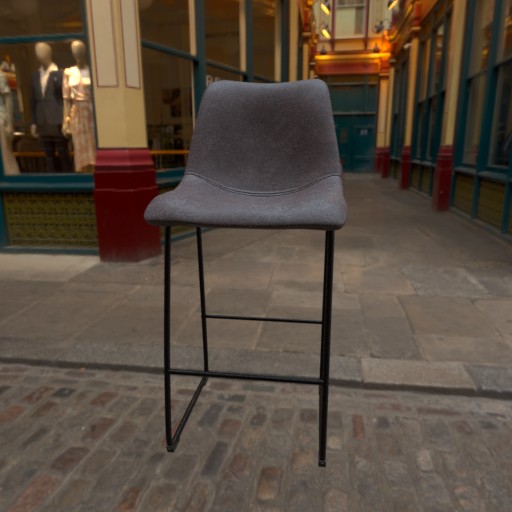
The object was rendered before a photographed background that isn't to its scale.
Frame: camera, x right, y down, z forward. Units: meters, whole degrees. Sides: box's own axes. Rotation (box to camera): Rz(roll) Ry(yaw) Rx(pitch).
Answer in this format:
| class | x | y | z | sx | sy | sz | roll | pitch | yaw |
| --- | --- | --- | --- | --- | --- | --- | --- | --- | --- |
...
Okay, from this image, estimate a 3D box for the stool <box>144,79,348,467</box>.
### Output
| class | x | y | z | sx | sy | sz | roll | pitch | yaw |
| --- | --- | --- | --- | --- | --- | --- | --- | --- | --- |
| stool | 0.000 | 0.000 | 1.367 | 0.514 | 1.082 | 0.561 | 2 | 15 | 8 |
